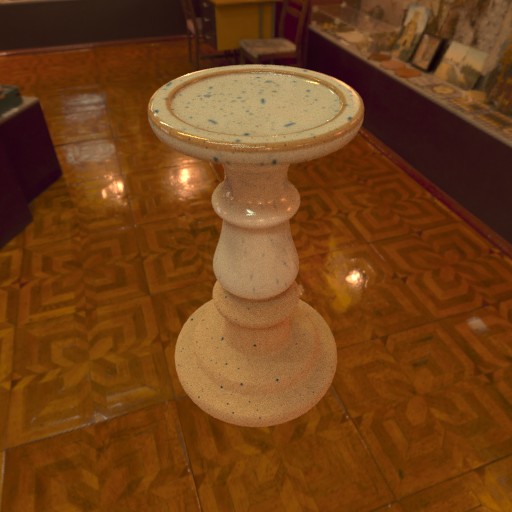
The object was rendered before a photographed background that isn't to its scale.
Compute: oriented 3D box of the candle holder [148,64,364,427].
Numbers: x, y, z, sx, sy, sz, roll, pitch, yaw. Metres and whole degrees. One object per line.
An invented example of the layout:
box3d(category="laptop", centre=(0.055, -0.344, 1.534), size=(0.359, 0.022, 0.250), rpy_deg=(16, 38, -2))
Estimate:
box3d(category="candle holder", centre=(0.000, 0.000, 0.279), size=(0.123, 0.202, 0.123), rpy_deg=(0, 40, 0))
